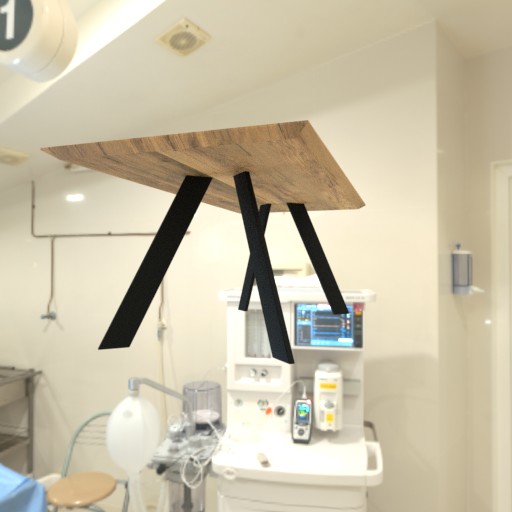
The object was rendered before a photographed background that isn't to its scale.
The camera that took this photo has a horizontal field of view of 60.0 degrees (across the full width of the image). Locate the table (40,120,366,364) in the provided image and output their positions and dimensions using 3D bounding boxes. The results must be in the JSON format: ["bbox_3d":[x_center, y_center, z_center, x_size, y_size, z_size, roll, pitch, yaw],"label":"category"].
[{"bbox_3d":[0.000,0.000,2.411,1.000,0.770,2.000,0,-1,19],"label":"table"}]
